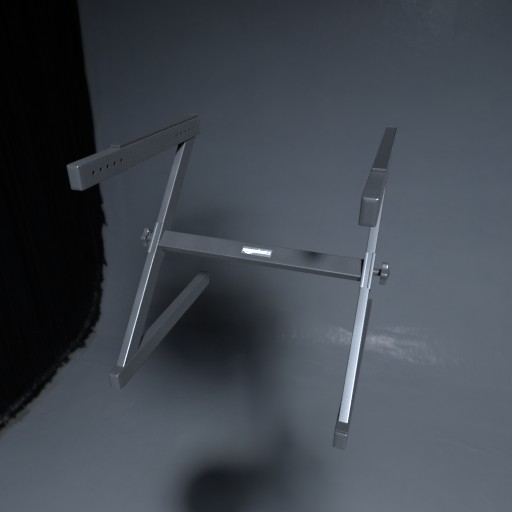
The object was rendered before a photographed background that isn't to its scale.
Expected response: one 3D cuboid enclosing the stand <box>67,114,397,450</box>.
[{"bbox_3d":[0.000,0.000,1.200,0.700,0.617,0.586,9,29,16],"label":"stand"}]
